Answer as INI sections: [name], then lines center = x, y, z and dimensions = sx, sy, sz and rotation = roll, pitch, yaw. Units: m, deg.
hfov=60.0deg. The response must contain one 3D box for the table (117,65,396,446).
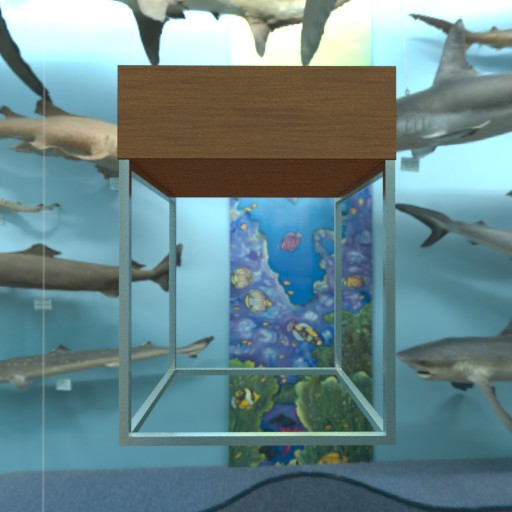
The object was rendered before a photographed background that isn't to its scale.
[table]
center = 0.000, 0.000, 0.827
dimensions = 0.397, 0.540, 0.398
rotation = 0, 0, -1
